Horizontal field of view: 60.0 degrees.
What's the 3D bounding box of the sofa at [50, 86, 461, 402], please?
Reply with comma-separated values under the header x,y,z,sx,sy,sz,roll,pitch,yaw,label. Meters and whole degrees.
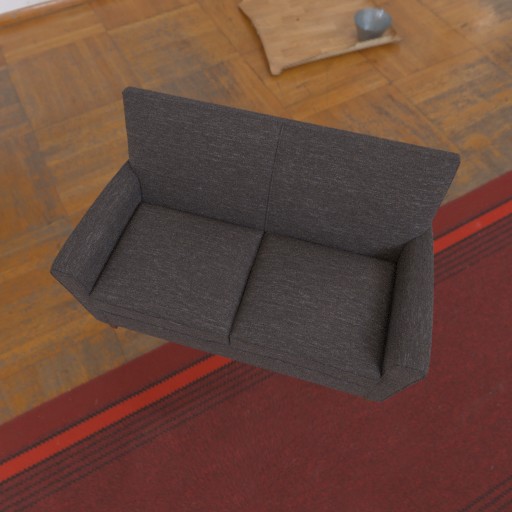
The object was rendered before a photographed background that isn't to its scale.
x,y,z,sx,sy,sz,roll,pitch,yaw,label
0.000,0.000,2.016,1.509,0.905,0.867,14,61,8,sofa
